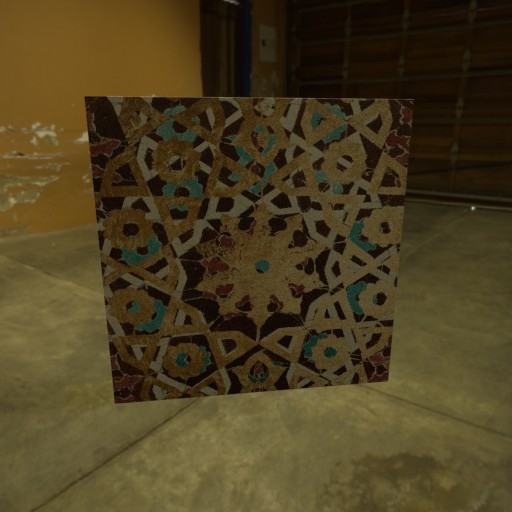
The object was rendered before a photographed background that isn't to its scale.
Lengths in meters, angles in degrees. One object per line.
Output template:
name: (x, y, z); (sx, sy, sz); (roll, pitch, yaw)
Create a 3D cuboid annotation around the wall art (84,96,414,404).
wall art: (0.000, 0.000, 0.914); (0.609, 0.613, 0.041); (-2, 16, -8)
